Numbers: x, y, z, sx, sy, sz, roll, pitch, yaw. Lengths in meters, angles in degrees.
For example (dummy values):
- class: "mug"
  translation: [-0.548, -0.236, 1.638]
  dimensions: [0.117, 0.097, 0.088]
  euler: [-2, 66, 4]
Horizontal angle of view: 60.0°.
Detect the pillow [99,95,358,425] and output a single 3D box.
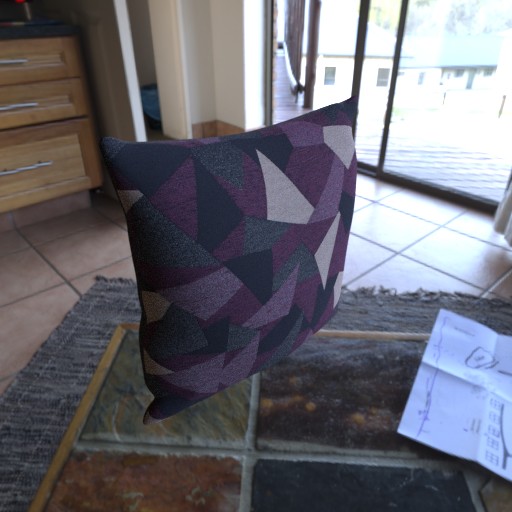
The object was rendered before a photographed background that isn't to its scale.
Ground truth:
- class: "pillow"
  translation: [0.000, 0.000, 0.780]
  dimensions: [0.503, 0.496, 0.208]
  euler: [-23, 37, -34]
